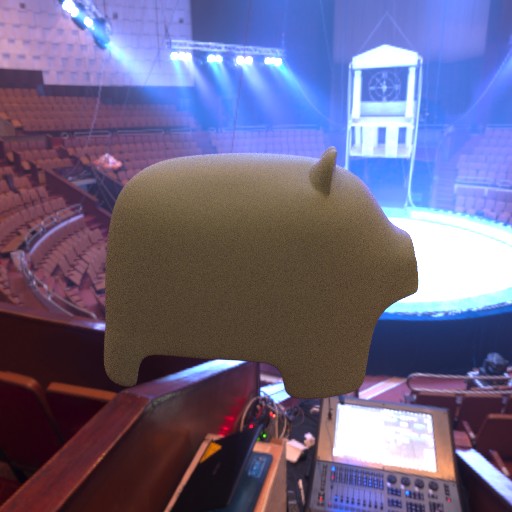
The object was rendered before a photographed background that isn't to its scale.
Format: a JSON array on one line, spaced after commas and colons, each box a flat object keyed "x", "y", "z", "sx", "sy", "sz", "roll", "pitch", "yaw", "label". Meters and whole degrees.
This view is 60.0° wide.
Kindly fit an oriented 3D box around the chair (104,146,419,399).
[{"x": 0.000, "y": 0.000, "z": 0.888, "sx": 0.619, "sy": 0.423, "sz": 0.364, "roll": 2, "pitch": 16, "yaw": 8, "label": "chair"}]
